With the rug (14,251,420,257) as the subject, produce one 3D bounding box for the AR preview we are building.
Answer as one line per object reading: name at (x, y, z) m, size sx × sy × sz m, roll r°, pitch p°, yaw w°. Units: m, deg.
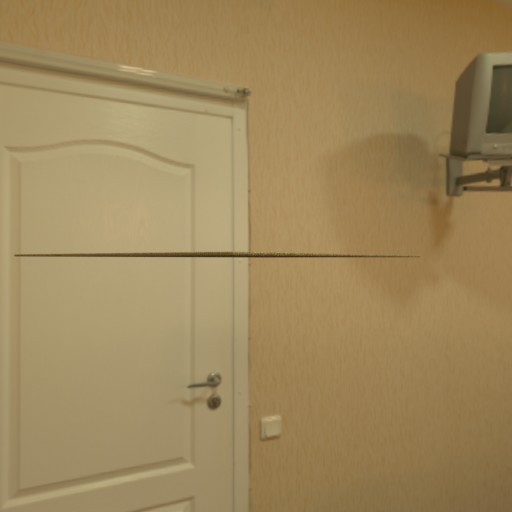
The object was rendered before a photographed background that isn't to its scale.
rug at (0.000, 0.000, 2.994) m, size 1.540 × 0.012 × 2.448 m, roll 0°, pitch 0°, yaw 35°
